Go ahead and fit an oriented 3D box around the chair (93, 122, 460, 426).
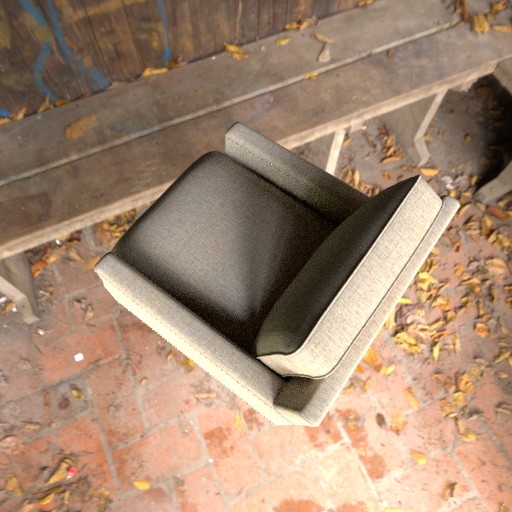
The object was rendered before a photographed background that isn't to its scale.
[{"bbox_3d":[0.000,0.000,1.699,1.014,0.943,0.853,34,69,15],"label":"chair"}]
